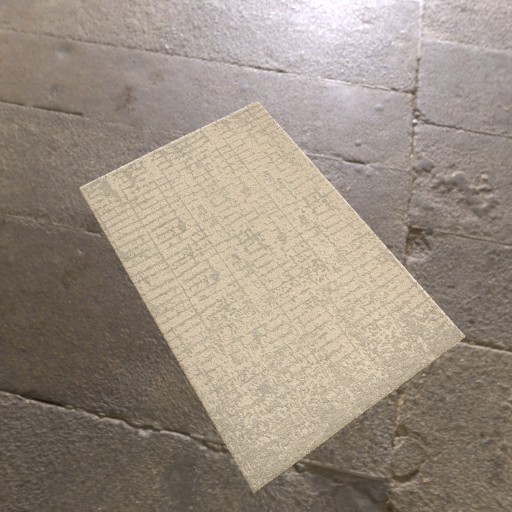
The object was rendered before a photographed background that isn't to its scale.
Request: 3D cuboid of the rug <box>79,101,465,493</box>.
[{"bbox_3d":[0.000,0.000,2.321,1.211,0.007,1.827,-30,67,-14],"label":"rug"}]
